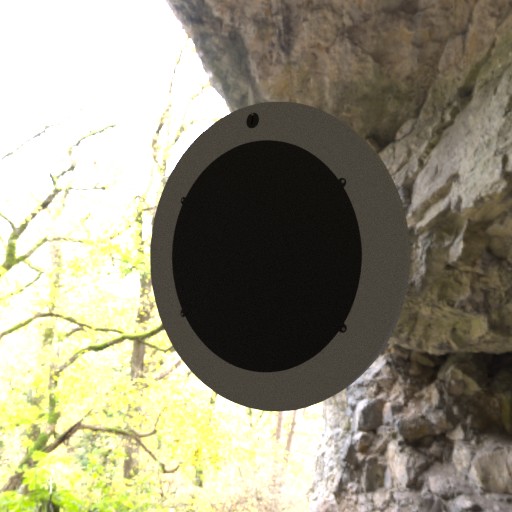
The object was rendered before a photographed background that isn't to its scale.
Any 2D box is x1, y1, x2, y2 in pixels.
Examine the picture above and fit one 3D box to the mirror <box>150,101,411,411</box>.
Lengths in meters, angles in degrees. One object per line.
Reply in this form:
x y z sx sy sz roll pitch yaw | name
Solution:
0.000 0.000 1.346 0.914 0.914 0.038 -1 -1 36 | mirror
